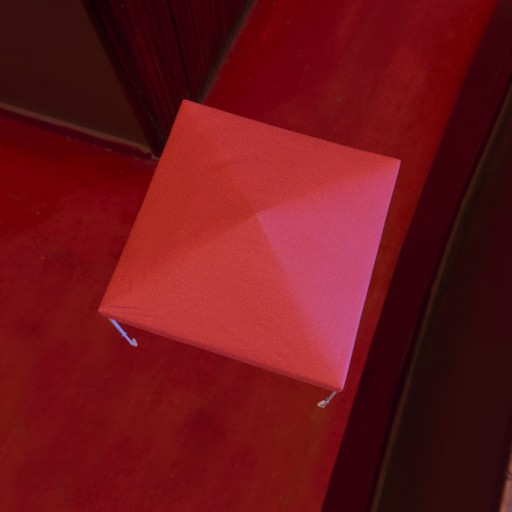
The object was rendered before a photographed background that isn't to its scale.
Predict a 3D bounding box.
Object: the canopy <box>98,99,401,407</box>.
[{"bbox_3d":[0.000,0.000,6.537,3.600,3.600,3.599,17,76,4],"label":"canopy"}]
